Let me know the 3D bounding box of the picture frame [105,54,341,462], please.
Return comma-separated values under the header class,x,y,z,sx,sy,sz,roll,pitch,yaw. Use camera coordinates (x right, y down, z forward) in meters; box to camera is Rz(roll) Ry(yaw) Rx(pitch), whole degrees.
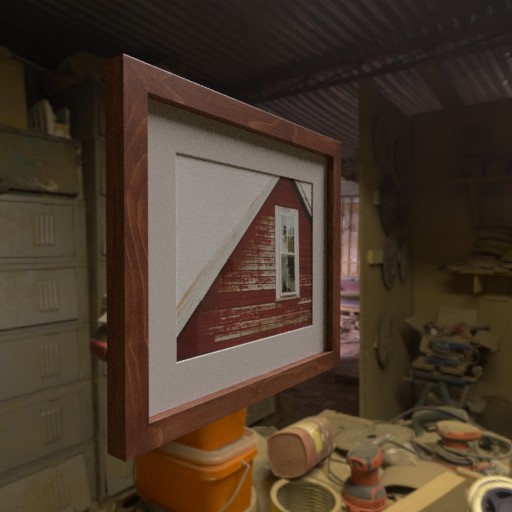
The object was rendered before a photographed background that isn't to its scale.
class,x,y,z,sx,sy,sz,roll,pitch,yaw
picture frame,0.000,0.000,0.516,0.025,0.330,0.381,1,1,38
